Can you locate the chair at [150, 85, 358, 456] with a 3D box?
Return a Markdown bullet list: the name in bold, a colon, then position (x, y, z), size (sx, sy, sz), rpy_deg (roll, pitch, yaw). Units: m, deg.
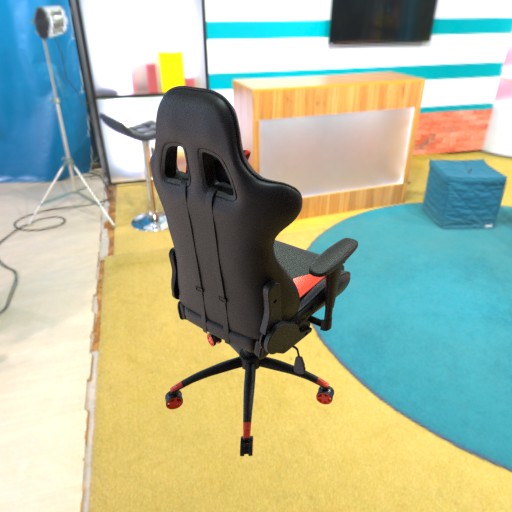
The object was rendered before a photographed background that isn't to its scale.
- **chair**: position (0.000, 0.000, 1.684), size (0.695, 1.282, 0.730), rpy_deg (20, 35, 31)
